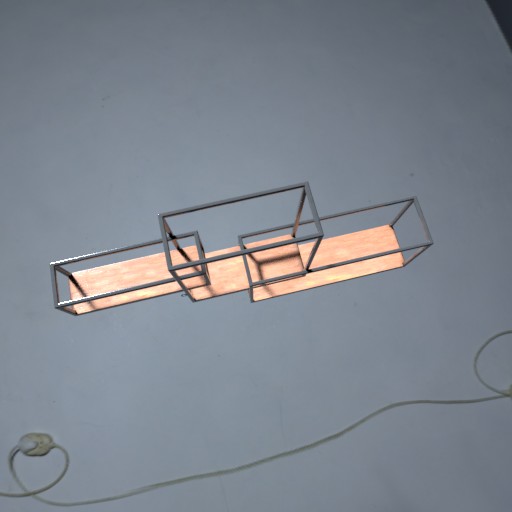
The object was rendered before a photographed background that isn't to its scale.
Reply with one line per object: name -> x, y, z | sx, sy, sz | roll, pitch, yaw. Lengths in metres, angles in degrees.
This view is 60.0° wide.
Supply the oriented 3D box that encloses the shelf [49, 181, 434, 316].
shelf -> 0.000, 0.000, 2.191 | 1.781, 0.972, 0.275 | -13, 74, -4
